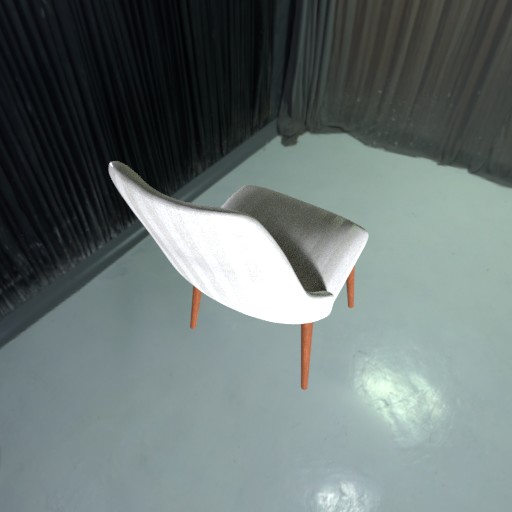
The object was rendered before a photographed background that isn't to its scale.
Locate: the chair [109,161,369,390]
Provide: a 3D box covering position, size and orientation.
[{"bbox_3d":[0.000,0.000,1.314,0.526,0.917,0.684,24,51,21],"label":"chair"}]
